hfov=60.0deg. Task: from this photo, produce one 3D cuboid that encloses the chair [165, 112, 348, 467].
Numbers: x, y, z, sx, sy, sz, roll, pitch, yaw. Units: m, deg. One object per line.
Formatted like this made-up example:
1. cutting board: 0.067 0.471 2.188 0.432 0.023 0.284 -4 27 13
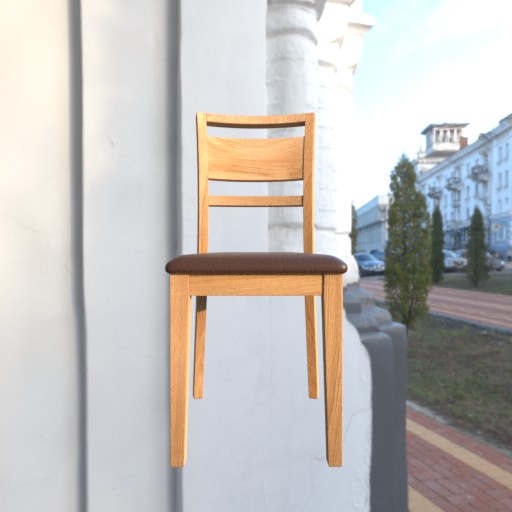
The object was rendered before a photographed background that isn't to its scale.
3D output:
1. chair: 0.000 0.000 1.241 0.420 0.940 0.545 0 1 0
